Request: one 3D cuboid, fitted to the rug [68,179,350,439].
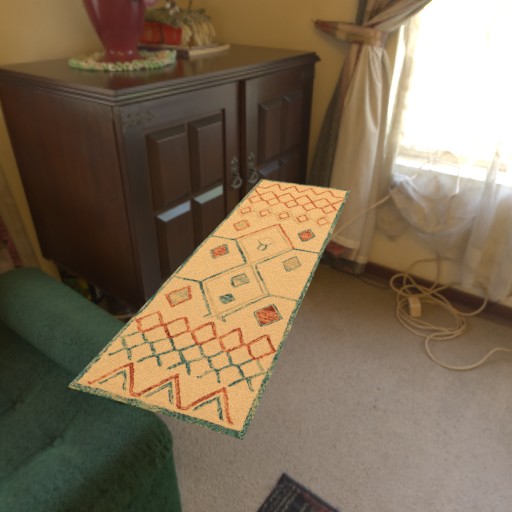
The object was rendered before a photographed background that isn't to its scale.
[{"bbox_3d":[0.000,0.000,2.658,0.750,0.011,2.435,10,32,16],"label":"rug"}]
